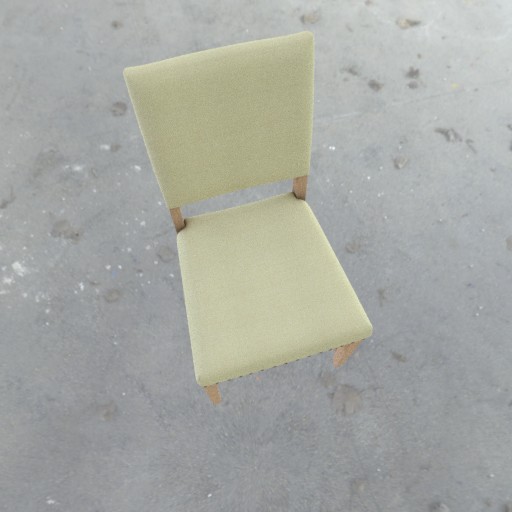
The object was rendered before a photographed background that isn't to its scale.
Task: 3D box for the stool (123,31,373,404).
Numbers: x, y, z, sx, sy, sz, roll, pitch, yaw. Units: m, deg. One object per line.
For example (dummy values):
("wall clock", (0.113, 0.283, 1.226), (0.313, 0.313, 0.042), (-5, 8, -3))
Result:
("stool", (0.000, 0.000, 1.308), (0.508, 0.986, 0.623), (-15, 65, -7))
